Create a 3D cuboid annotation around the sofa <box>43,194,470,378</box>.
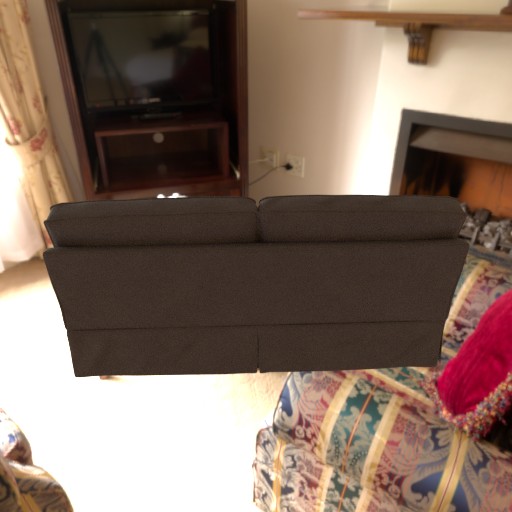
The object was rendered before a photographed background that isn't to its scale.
[{"bbox_3d":[0.000,0.000,2.834,2.256,1.094,0.983,-1,31,-2],"label":"sofa"}]
